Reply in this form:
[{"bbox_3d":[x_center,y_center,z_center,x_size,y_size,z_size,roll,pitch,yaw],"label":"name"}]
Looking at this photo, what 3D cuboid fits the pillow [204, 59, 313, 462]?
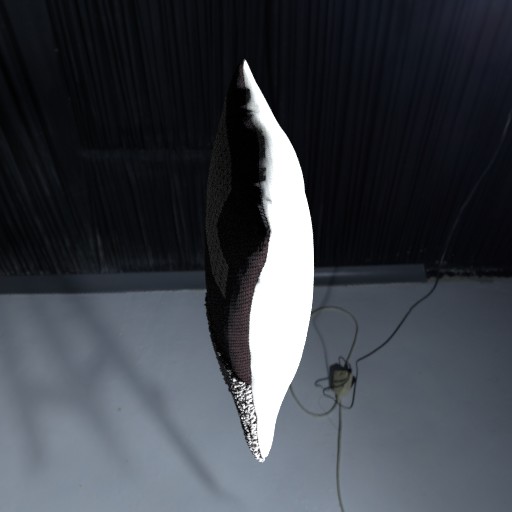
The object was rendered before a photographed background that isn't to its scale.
[{"bbox_3d":[0.000,0.000,0.729,0.178,0.473,0.475,-2,42,-2],"label":"pillow"}]
